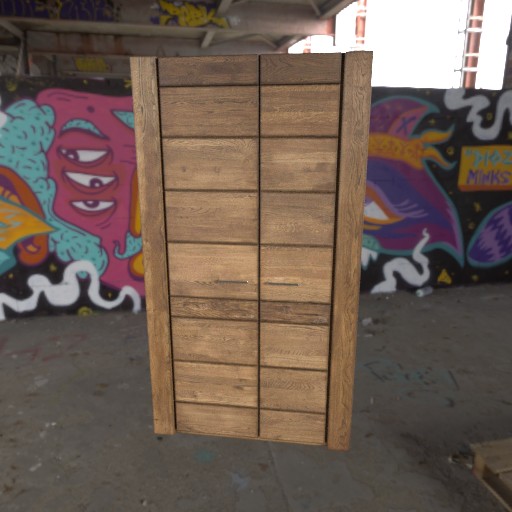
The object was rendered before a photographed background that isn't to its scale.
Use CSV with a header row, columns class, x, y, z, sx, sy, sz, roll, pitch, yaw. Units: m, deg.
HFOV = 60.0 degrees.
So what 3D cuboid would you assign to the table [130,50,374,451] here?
class,x,y,z,sx,sy,sz,roll,pitch,yaw
table,0.000,0.000,2.489,1.100,2.000,0.600,2,14,8
